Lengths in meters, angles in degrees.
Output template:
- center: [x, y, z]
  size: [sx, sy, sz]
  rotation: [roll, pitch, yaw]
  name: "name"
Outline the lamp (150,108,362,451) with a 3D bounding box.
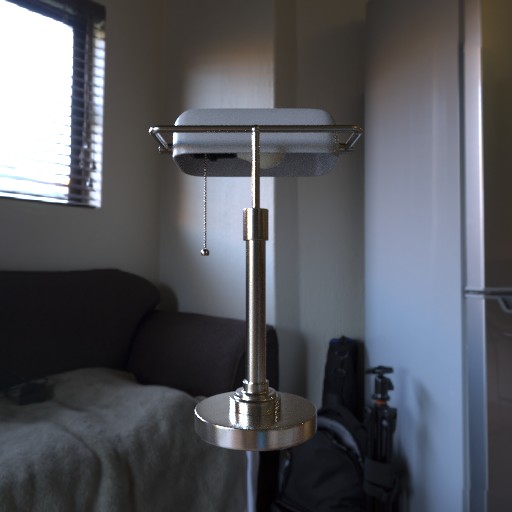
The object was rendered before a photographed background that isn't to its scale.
- center: [0.000, 0.000, 0.570]
  size: [0.269, 0.404, 0.227]
  rotation: [0, -1, 0]
  name: "lamp"
